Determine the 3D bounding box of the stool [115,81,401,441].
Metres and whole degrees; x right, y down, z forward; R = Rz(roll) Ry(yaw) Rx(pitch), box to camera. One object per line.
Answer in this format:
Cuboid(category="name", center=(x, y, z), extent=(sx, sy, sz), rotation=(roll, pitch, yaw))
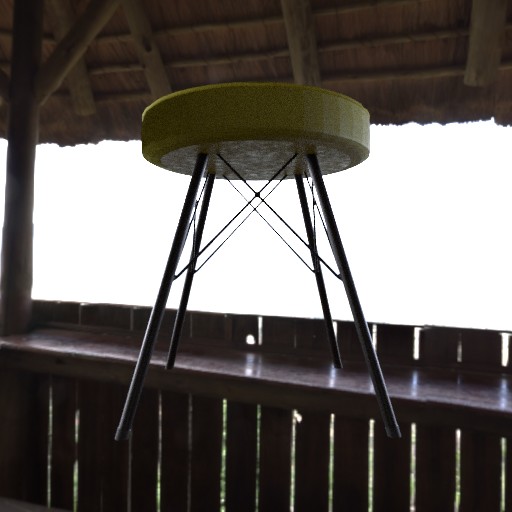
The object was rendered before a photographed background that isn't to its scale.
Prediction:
Cuboid(category="stool", center=(0.000, 0.000, 0.813), extent=(0.409, 0.508, 0.409), rotation=(0, 0, -1))
